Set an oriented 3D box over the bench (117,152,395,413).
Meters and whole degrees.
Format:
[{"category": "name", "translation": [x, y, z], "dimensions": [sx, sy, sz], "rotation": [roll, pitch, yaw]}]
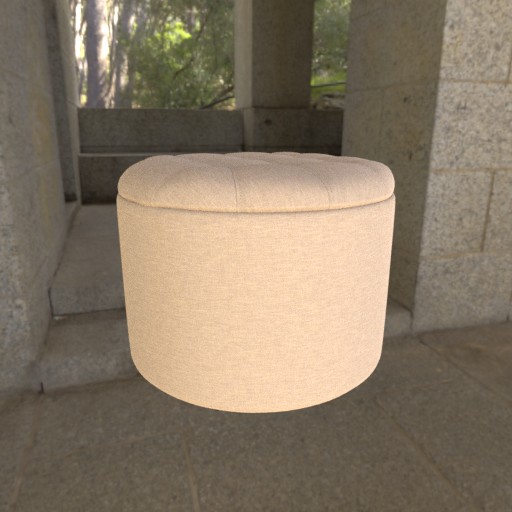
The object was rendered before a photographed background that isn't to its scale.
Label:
[{"category": "bench", "translation": [0.000, 0.000, 1.034], "dimensions": [0.600, 0.454, 0.600], "rotation": [0, 16, 0]}]
